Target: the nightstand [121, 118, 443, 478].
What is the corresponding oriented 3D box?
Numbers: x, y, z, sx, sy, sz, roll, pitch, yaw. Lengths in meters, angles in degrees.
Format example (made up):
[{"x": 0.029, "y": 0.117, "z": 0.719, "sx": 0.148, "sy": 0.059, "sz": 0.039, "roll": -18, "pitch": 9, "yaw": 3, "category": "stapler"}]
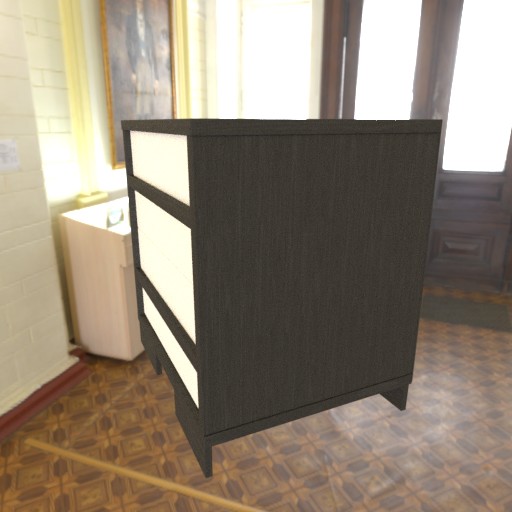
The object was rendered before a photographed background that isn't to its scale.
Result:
[{"x": 0.000, "y": 0.000, "z": 0.763, "sx": 0.347, "sy": 0.448, "sz": 0.427, "roll": -8, "pitch": 18, "yaw": -24, "category": "nightstand"}]
